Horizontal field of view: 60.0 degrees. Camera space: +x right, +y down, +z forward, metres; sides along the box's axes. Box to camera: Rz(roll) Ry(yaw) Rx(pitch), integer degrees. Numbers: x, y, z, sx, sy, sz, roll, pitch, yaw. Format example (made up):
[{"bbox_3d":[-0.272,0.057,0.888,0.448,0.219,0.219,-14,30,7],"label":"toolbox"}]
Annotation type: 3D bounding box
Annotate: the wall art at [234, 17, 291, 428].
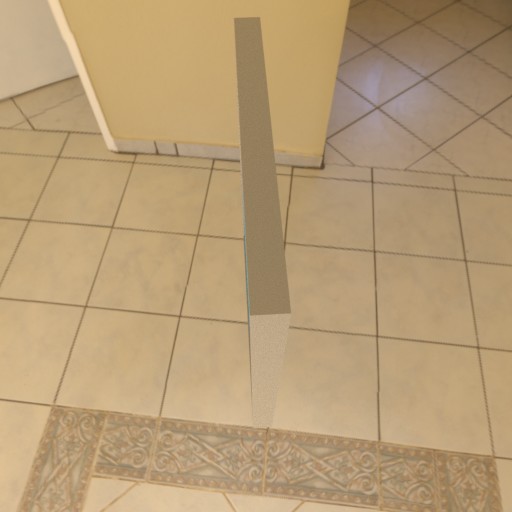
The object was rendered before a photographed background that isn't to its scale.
[{"bbox_3d":[0.000,0.000,0.746,0.037,0.554,0.453,-3,59,-2],"label":"wall art"}]
